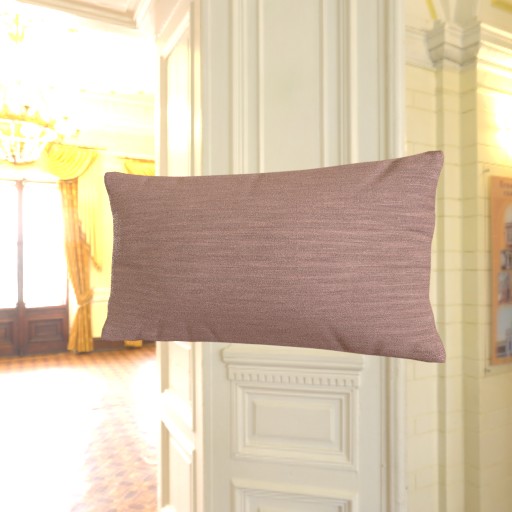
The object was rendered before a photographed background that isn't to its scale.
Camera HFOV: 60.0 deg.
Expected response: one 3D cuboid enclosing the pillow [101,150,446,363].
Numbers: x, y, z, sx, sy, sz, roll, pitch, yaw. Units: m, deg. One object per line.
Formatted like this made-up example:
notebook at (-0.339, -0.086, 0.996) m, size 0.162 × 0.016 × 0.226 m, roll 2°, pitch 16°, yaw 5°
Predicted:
pillow at (0.000, 0.000, 0.802) m, size 0.633 × 0.338 × 0.210 m, roll 0°, pitch 0°, yaw 17°
